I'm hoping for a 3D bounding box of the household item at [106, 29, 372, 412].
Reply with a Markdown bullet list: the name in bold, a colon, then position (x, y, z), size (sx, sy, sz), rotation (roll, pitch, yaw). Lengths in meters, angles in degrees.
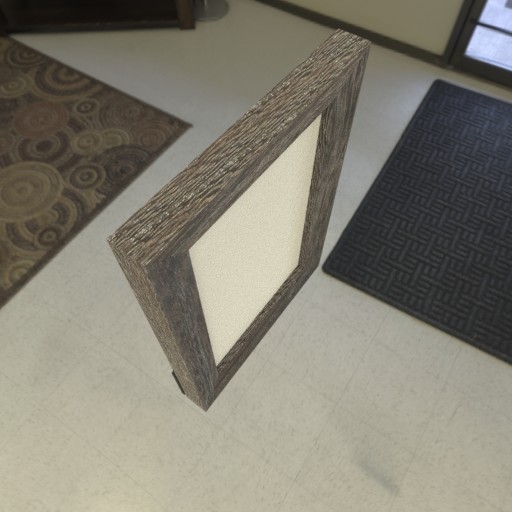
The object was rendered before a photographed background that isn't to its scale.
- **household item**: position (0.000, 0.000, 0.233), size (0.020, 0.180, 0.133), rotation (32, 63, 18)
